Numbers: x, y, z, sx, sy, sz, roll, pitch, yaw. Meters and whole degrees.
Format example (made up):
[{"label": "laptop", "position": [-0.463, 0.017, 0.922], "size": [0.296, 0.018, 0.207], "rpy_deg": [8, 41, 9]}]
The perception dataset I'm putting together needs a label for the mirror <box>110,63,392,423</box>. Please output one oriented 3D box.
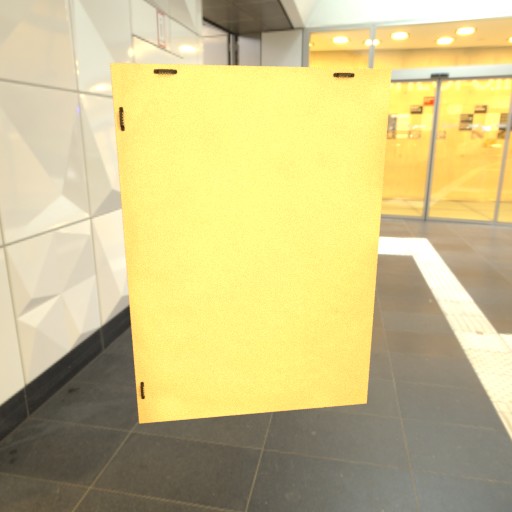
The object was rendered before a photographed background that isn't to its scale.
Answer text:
[{"label": "mirror", "position": [0.000, 0.000, 0.898], "size": [0.507, 0.710, 0.040], "rpy_deg": [-2, 15, -8]}]
